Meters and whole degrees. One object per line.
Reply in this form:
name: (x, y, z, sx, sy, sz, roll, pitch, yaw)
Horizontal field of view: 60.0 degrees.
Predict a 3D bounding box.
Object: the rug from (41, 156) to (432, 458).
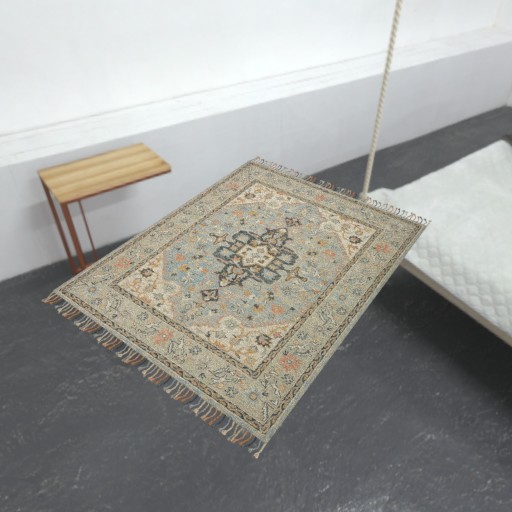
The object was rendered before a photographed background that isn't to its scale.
rug: (0.000, 0.000, 4.361, 2.379, 0.011, 3.221, 26, 48, 27)
